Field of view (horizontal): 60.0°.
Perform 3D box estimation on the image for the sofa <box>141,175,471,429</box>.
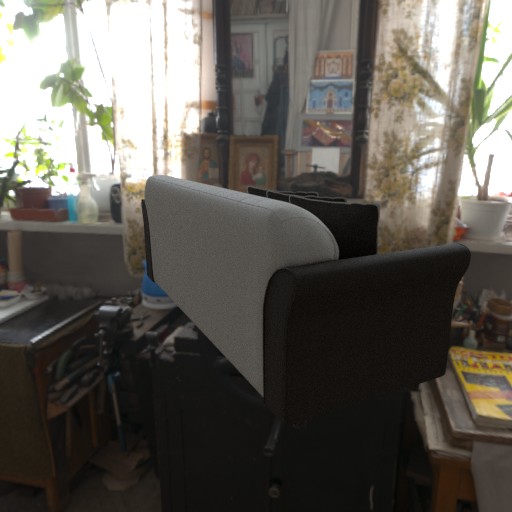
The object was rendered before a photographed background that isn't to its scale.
[{"bbox_3d":[0.000,0.000,2.361,0.755,0.787,2.001,-7,16,-26],"label":"sofa"}]
